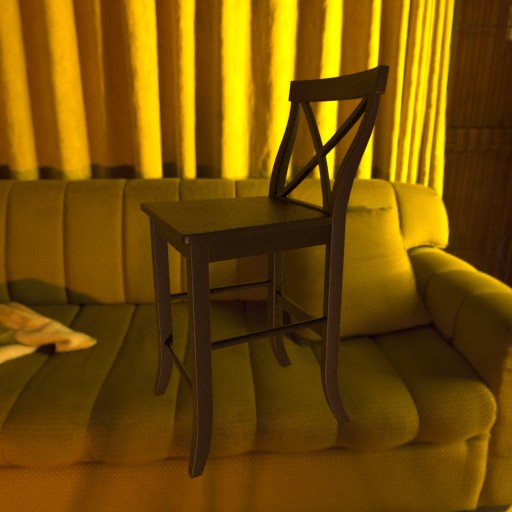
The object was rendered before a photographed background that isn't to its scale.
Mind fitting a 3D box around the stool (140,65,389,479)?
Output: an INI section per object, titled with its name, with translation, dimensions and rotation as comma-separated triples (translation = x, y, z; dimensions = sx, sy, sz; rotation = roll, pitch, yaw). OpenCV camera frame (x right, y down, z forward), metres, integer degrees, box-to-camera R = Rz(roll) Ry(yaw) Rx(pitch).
[stool]
translation = 0.000, 0.000, 1.270
dimensions = 0.559, 0.989, 0.452
rotation = -8, 18, -24
